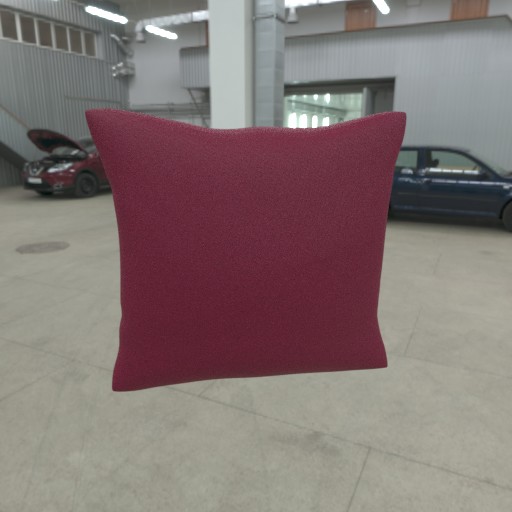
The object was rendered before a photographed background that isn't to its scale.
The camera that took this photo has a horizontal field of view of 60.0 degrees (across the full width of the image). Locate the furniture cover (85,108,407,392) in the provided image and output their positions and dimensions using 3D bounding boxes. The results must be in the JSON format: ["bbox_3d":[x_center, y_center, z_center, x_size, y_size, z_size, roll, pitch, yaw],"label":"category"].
[{"bbox_3d":[0.000,0.000,0.811,0.552,0.509,0.193,-2,15,-9],"label":"furniture cover"}]
